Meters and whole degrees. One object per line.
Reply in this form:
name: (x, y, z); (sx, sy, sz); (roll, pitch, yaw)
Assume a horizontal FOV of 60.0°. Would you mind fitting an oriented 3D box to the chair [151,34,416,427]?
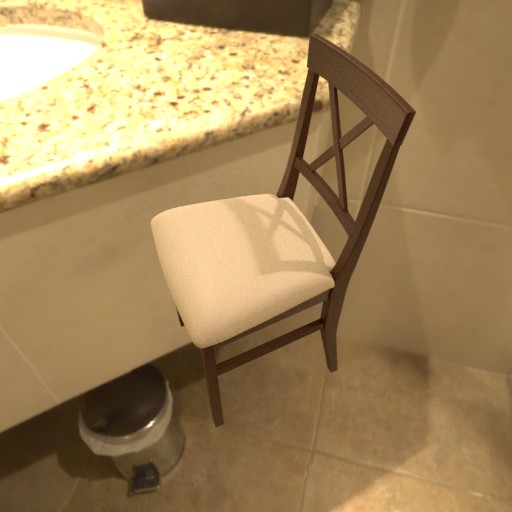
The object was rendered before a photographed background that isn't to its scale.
chair: (0.000, 0.000, 1.152); (0.480, 0.913, 0.440); (-16, 49, -15)
